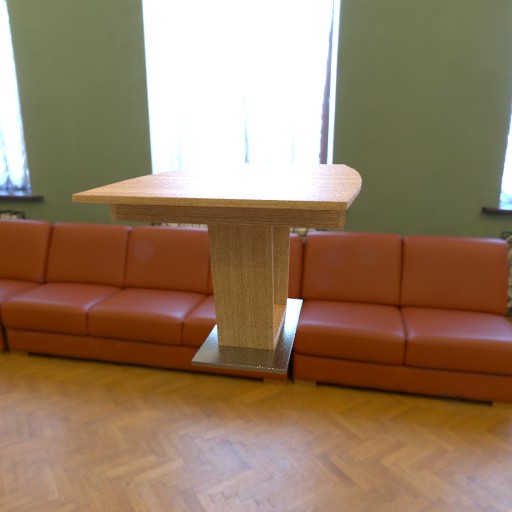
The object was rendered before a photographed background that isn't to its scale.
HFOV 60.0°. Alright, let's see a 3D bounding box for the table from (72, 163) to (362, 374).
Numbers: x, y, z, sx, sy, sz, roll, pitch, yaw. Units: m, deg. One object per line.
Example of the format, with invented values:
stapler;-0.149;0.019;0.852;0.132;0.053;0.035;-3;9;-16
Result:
table;0.000;0.000;2.053;0.900;0.748;1.598;3;15;10
